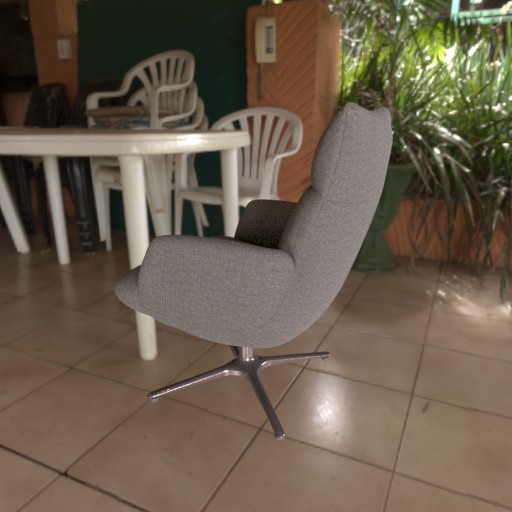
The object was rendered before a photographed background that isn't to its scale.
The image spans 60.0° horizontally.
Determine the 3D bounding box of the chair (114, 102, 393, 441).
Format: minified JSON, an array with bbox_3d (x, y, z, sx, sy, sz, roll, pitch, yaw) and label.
[{"bbox_3d":[0.000,0.000,1.535,0.831,0.984,0.702,8,19,23],"label":"chair"}]
